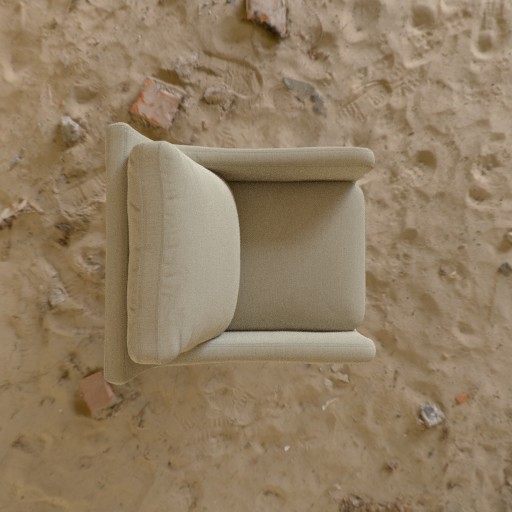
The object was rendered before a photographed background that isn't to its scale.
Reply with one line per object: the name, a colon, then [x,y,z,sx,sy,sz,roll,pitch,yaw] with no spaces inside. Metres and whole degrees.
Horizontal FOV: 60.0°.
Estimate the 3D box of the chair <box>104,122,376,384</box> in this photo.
chair: [0.000,0.000,1.389,0.694,0.914,0.626,0,89,-1]
